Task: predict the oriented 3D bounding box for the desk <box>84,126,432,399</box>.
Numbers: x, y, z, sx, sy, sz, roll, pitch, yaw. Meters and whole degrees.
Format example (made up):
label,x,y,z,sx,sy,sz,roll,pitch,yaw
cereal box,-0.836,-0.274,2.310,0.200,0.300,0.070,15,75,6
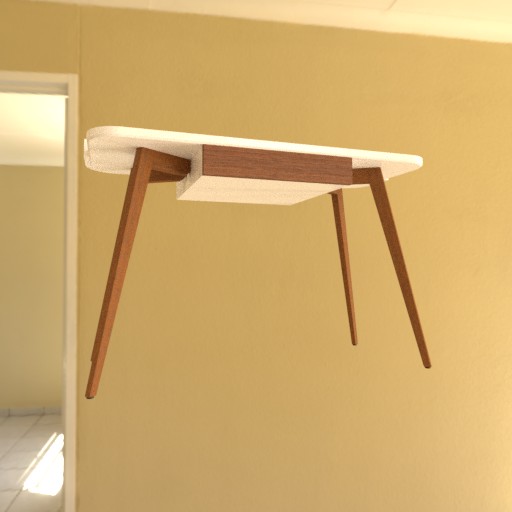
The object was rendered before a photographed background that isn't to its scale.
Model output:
label,x,y,z,sx,sy,sz,roll,pitch,yaw
desk,0.000,0.000,1.653,1.206,0.807,0.534,0,-2,-19
